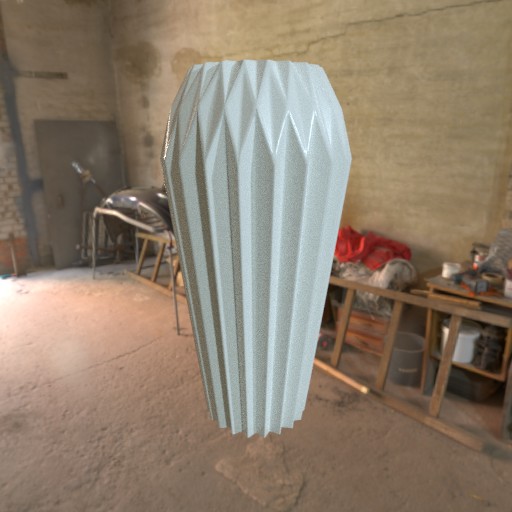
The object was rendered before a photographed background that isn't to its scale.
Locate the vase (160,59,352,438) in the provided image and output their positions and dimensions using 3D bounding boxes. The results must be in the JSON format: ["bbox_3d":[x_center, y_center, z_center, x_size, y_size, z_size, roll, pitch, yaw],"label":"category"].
[{"bbox_3d":[0.000,0.000,0.335,0.133,0.263,0.133,0,17,0],"label":"vase"}]
